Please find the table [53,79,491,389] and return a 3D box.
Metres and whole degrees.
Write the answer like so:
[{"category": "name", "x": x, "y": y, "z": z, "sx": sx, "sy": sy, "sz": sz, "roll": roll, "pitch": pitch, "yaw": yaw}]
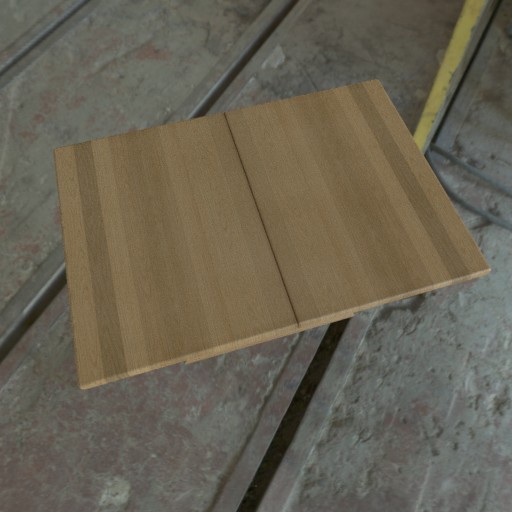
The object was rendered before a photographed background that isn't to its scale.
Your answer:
[{"category": "table", "x": 0.000, "y": 0.000, "z": 1.857, "sx": 1.300, "sy": 0.770, "sz": 0.900, "roll": -15, "pitch": 64, "yaw": -7}]
